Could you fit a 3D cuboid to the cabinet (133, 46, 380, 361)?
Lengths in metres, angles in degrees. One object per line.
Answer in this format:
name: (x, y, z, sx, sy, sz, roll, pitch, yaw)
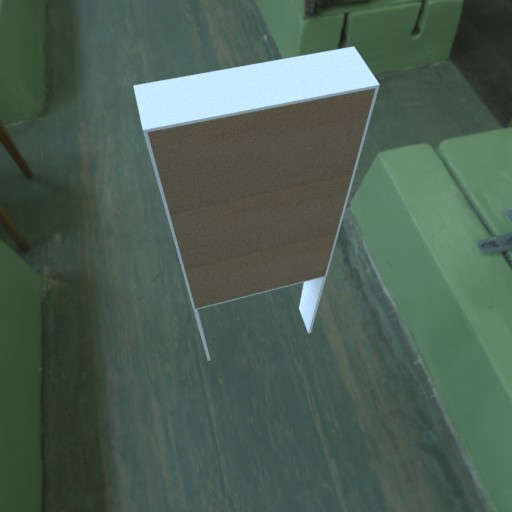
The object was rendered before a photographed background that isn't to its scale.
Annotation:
cabinet: (0.000, 0.000, 1.953, 0.643, 1.770, 0.192, -14, 59, -8)
